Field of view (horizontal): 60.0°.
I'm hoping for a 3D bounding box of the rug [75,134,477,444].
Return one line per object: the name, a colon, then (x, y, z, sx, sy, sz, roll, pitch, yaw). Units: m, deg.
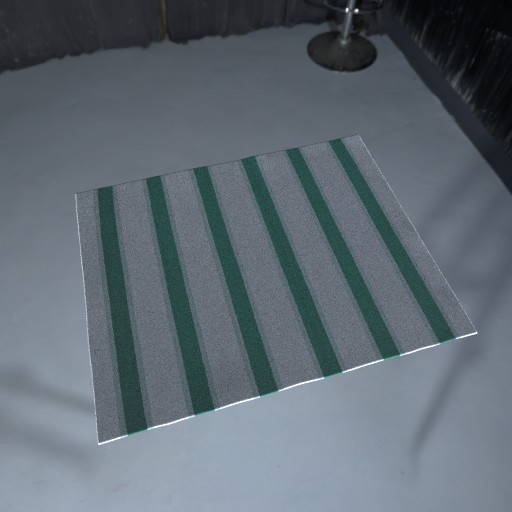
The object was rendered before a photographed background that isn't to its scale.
rug: (0.000, 0.000, 4.000, 3.041, 0.019, 2.434, -14, 58, -9)
